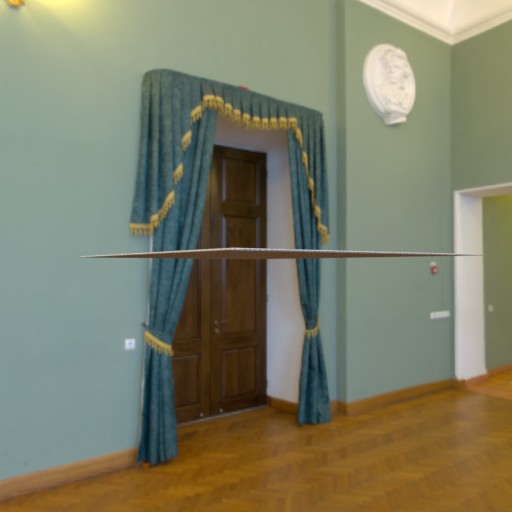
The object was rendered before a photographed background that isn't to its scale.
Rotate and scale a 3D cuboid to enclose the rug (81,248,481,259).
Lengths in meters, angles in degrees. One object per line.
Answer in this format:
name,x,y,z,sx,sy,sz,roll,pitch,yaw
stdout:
rug,0.000,0.000,4.096,2.380,0.013,3.051,1,-1,-36
